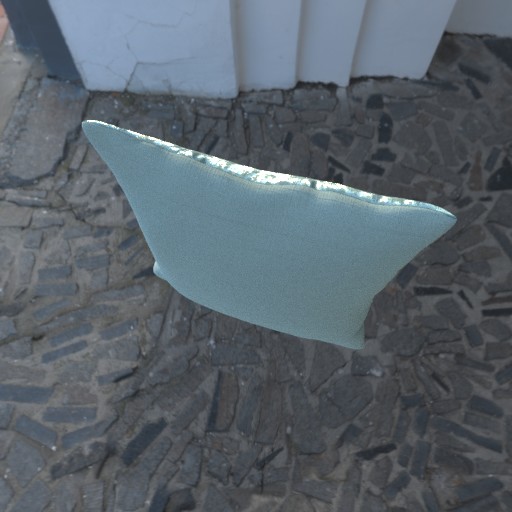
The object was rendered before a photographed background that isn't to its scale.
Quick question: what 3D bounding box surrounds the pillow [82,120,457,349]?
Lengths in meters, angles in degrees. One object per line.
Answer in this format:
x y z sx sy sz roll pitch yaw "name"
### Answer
0.000 0.000 0.726 0.470 0.464 0.175 17 65 8 "pillow"
